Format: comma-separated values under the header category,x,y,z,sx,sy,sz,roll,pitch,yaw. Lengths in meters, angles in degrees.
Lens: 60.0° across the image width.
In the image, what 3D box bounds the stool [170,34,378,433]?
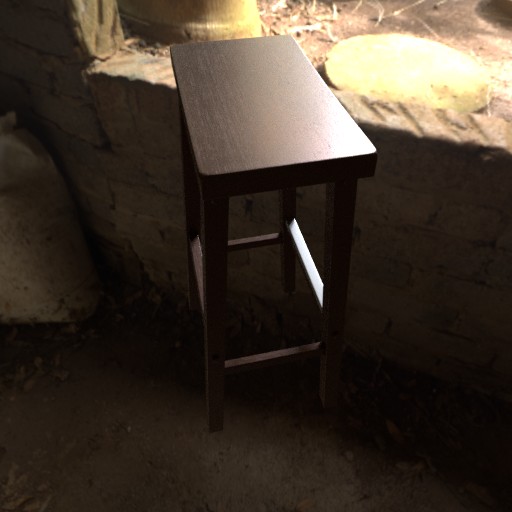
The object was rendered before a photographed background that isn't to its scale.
category,x,y,z,sx,sy,sz,roll,pitch,yaw
stool,0.000,0.000,0.948,0.322,0.742,0.406,-9,47,-9
